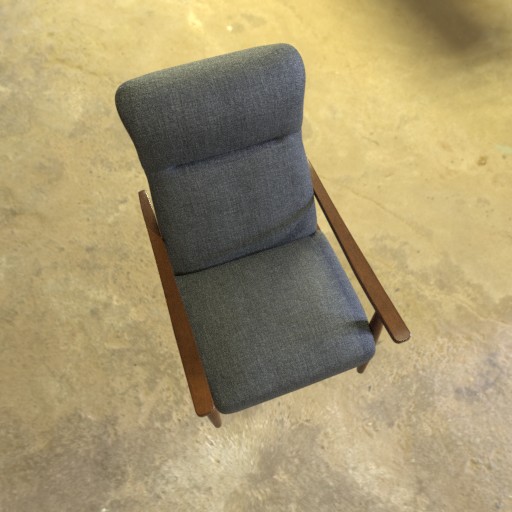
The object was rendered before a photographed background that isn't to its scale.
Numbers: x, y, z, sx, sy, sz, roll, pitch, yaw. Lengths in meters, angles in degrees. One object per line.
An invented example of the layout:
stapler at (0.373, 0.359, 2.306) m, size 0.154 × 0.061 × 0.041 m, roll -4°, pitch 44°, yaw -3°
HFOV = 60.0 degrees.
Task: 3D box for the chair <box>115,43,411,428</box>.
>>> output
chair at (0.000, 0.000, 1.741) m, size 0.762 × 1.082 × 1.030 m, roll -18°, pitch 65°, yaw -9°
